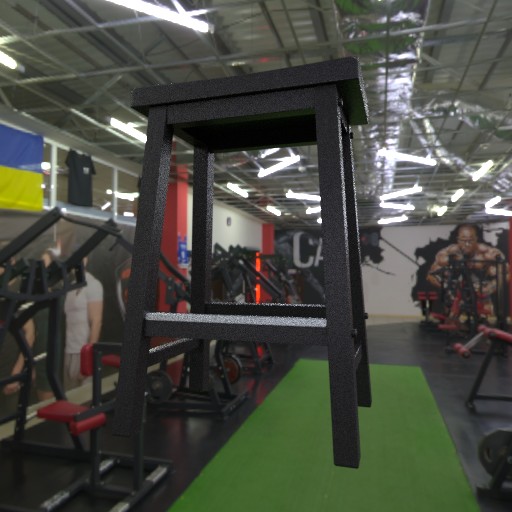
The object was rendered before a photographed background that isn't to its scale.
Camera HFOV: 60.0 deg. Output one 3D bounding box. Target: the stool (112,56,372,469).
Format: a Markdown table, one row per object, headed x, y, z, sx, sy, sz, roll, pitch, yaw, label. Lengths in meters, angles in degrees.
| x | y | z | sx | sy | sz | roll | pitch | yaw | label |
| --- | --- | --- | --- | --- | --- | --- | --- | --- | --- |
| 0.000 | 0.000 | 0.843 | 0.406 | 0.610 | 0.322 | -1 | -2 | 18 | stool |
